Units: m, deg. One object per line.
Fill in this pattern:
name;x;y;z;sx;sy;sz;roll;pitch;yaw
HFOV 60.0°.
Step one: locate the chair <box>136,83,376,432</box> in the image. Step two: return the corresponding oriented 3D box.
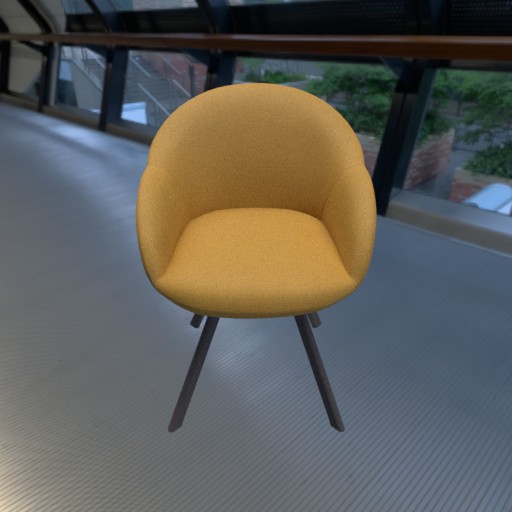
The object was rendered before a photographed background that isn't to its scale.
chair;0.000;0.000;1.177;0.551;0.793;0.583;0;28;0
